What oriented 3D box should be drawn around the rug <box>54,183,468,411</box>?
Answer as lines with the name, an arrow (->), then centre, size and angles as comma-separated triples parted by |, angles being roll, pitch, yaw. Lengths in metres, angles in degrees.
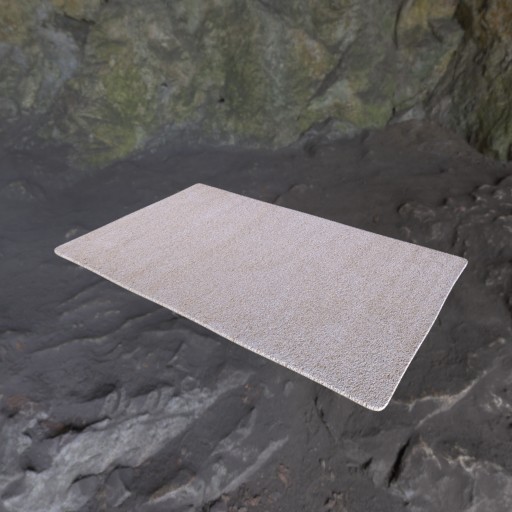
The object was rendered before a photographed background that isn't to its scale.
rug -> 0.000, 0.000, 2.959 | 2.349, 0.026, 1.500 | 20, 36, 30
